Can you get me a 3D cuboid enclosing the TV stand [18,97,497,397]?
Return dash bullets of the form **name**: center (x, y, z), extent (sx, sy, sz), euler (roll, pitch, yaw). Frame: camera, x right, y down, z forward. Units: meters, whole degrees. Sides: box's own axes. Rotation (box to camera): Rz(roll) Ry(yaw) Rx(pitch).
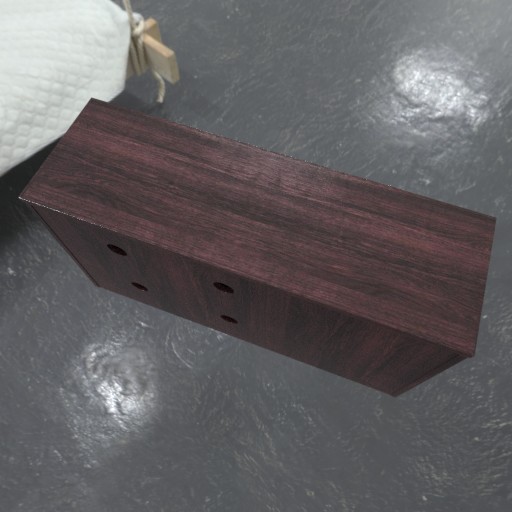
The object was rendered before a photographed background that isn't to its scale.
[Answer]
- **TV stand**: center (0.000, 0.000, 1.437), extent (1.192, 0.614, 0.404), euler (19, 65, 9)
